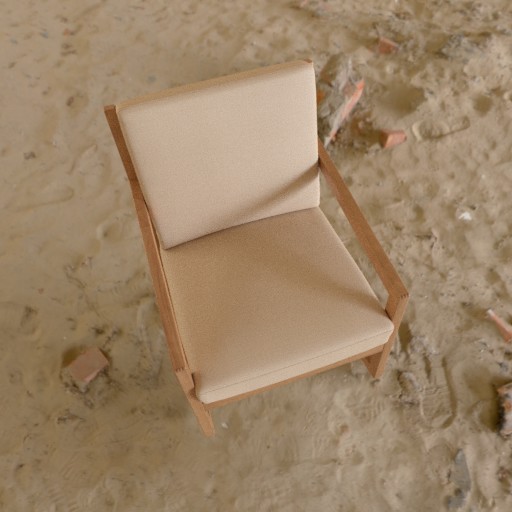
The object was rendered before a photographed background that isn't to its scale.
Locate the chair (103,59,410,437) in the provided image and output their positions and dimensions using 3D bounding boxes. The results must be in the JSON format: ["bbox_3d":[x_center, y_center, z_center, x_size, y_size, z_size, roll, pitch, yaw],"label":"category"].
[{"bbox_3d":[0.000,0.000,1.390,0.622,0.790,0.857,-16,64,-8],"label":"chair"}]
